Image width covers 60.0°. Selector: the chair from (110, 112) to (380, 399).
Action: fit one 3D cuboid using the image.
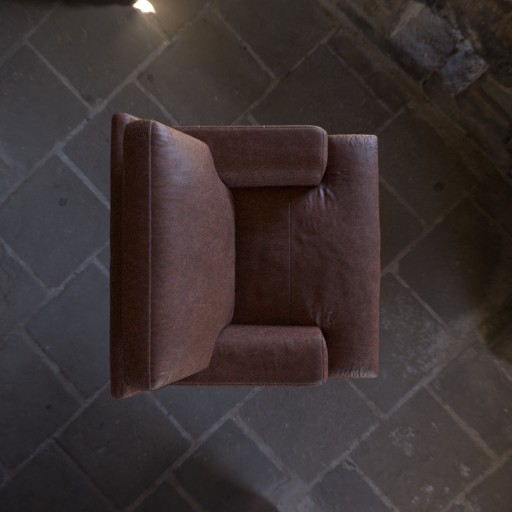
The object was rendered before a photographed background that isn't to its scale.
[{"bbox_3d":[0.000,0.000,1.996,1.143,0.939,1.168,0,89,1],"label":"chair"}]
